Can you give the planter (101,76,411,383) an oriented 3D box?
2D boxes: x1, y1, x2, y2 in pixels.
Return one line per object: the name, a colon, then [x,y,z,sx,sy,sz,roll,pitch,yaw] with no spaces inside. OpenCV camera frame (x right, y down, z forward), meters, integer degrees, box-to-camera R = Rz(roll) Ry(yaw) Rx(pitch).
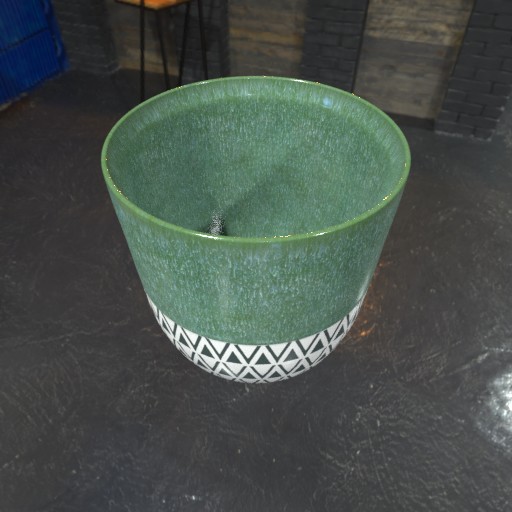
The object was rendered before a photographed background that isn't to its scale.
planter: [0.000,0.000,0.361,0.195,0.214,0.195,0,45,0]
